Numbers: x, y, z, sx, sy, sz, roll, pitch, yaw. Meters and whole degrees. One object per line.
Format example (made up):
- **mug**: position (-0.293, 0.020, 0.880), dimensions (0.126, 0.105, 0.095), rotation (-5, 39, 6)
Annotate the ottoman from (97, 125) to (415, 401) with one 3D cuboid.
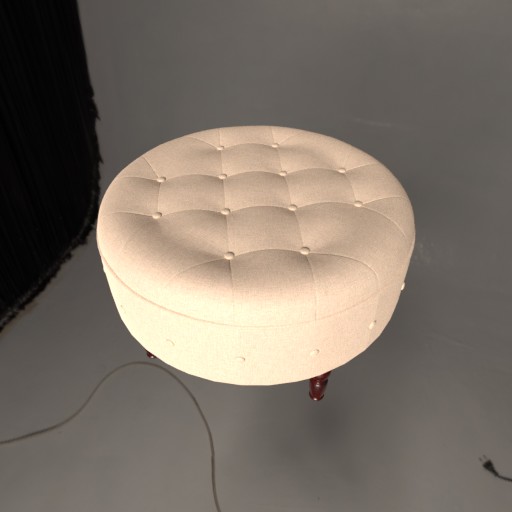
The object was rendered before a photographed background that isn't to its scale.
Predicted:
- **ottoman**: position (0.000, 0.000, 1.332), dimensions (0.848, 0.494, 0.848), rotation (0, 41, 0)
